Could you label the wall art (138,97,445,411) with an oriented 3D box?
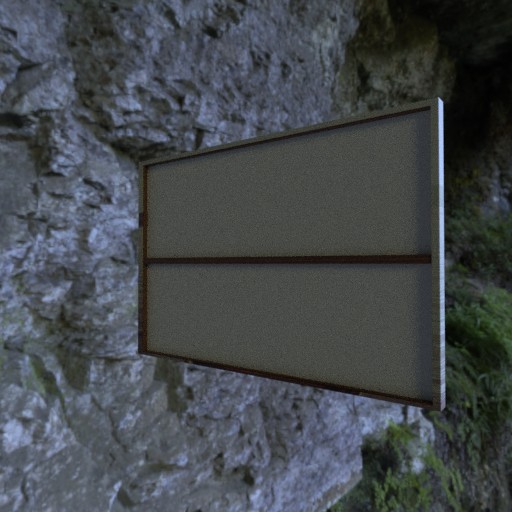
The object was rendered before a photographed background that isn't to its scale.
[{"bbox_3d":[0.000,0.000,1.437,1.149,0.765,0.040,-1,-1,37],"label":"wall art"}]
